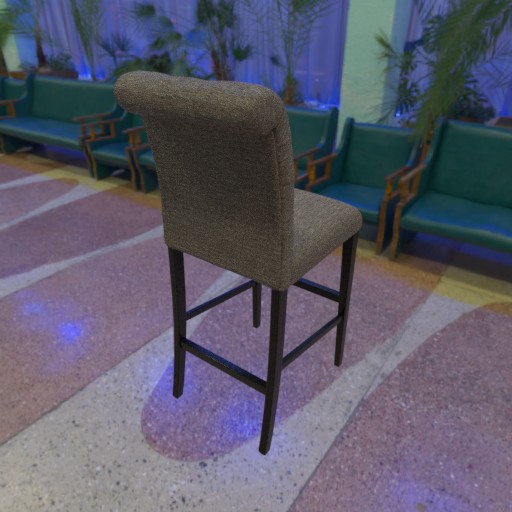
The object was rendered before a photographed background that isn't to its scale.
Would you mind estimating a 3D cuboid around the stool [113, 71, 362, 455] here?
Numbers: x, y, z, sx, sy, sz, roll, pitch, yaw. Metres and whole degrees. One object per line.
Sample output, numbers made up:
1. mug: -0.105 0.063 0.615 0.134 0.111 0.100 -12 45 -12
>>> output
1. stool: 0.000 0.000 1.428 0.452 1.131 0.613 20 35 31
